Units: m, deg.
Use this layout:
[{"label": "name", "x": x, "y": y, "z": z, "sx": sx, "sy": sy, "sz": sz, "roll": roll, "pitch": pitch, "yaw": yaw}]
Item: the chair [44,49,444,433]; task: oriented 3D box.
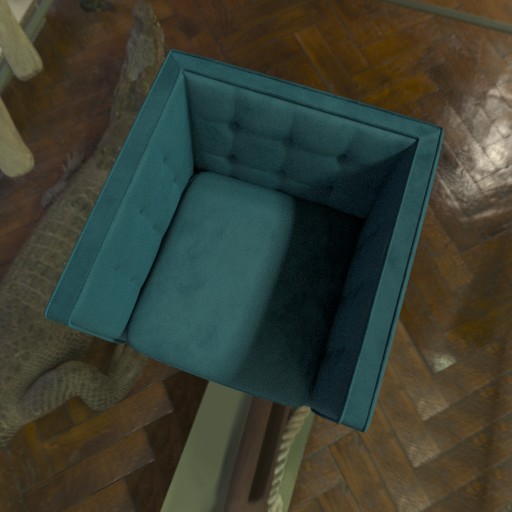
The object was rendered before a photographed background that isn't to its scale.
[{"label": "chair", "x": 0.000, "y": 0.000, "z": 1.555, "sx": 0.880, "sy": 0.790, "sz": 0.894, "roll": 18, "pitch": 75, "yaw": 5}]
